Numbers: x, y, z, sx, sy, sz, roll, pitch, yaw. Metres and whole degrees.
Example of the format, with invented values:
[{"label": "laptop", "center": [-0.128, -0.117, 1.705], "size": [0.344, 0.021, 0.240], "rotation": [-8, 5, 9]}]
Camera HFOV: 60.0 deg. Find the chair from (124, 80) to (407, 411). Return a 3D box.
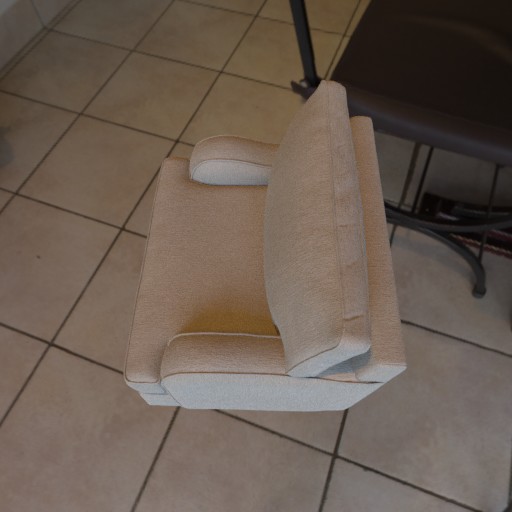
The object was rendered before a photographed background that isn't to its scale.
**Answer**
[{"label": "chair", "center": [0.000, 0.000, 2.018], "size": [1.041, 1.016, 1.220], "rotation": [2, 59, 1]}]
